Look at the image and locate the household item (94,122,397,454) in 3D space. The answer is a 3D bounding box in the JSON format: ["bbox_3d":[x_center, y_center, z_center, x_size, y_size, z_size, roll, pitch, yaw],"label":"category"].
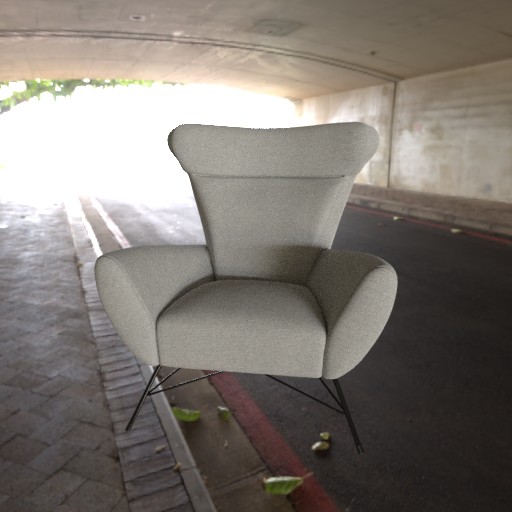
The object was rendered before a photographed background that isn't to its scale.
[{"bbox_3d":[0.000,0.000,1.777,0.980,1.050,0.900,2,14,8],"label":"household item"}]
